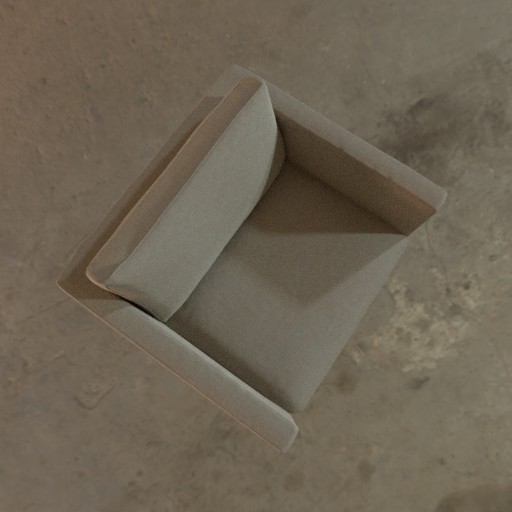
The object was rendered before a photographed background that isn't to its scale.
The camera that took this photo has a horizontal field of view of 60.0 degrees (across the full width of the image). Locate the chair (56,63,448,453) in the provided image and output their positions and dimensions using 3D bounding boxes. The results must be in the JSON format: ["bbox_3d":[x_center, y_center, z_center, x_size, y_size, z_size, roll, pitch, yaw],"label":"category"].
[{"bbox_3d":[0.000,0.000,1.744,0.949,0.863,1.057,34,79,8],"label":"chair"}]
